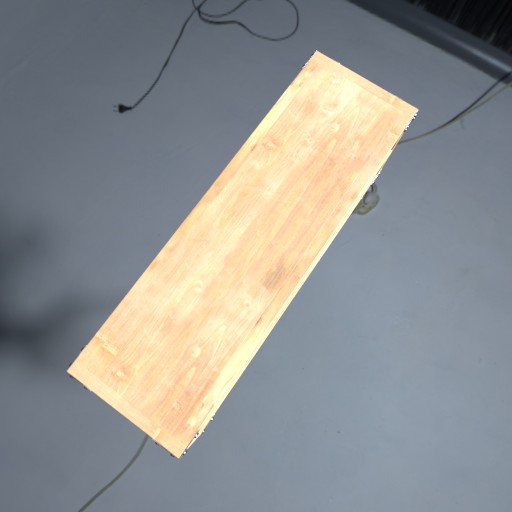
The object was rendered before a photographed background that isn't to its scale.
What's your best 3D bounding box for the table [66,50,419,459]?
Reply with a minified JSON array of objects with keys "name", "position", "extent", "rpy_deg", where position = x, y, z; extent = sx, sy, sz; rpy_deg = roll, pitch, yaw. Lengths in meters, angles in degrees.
[{"name":"table","position":[0.000,0.000,1.879],"extent":[0.467,0.711,1.487],"rpy_deg":[34,78,8]}]
